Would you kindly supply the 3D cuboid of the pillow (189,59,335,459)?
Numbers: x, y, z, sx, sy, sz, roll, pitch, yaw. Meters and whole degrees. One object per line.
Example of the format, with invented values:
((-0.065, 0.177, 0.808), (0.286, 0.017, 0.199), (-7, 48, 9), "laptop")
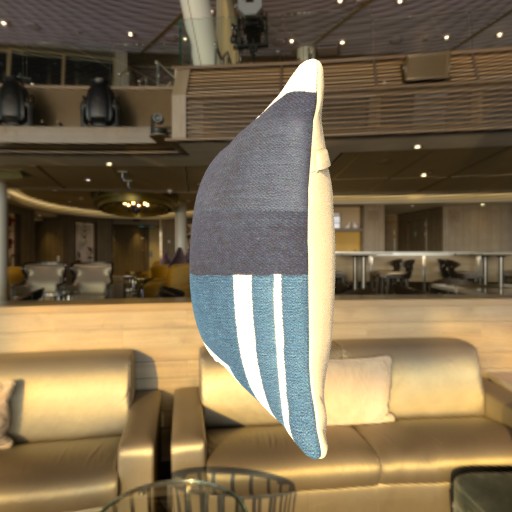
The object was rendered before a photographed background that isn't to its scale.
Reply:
((0.000, 0.000, 0.797), (0.229, 0.506, 0.536), (0, 0, -18), "pillow")
